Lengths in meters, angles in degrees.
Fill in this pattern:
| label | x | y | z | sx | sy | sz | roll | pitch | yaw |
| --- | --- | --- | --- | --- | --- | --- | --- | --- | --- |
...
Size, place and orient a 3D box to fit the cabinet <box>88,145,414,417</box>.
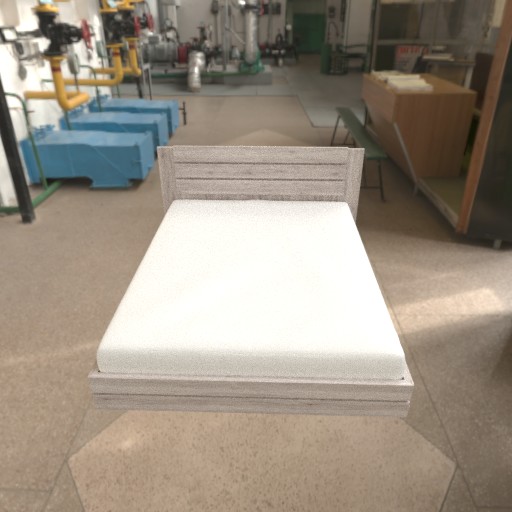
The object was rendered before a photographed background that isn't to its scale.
| label | x | y | z | sx | sy | sz | roll | pitch | yaw |
| --- | --- | --- | --- | --- | --- | --- | --- | --- | --- |
| cabinet | 0.000 | 0.000 | 3.078 | 1.750 | 0.970 | 2.080 | 1 | 29 | 2 |
